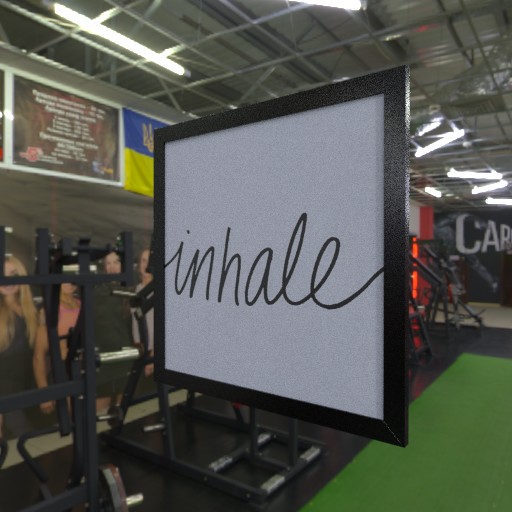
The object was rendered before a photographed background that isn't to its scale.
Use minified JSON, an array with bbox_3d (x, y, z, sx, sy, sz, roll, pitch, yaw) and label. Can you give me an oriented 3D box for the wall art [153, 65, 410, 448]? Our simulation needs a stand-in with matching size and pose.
[{"bbox_3d":[0.000,0.000,0.654,0.446,0.445,0.014,0,0,37],"label":"wall art"}]
